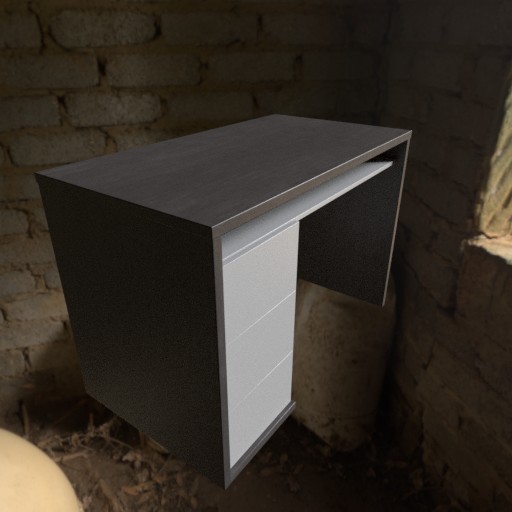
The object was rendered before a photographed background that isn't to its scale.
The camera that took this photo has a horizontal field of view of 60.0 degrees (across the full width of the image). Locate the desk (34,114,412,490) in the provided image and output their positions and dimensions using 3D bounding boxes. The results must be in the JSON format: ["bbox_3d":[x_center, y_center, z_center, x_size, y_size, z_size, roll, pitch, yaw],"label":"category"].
[{"bbox_3d":[0.000,0.000,1.539,0.600,0.750,1.100,18,32,32],"label":"desk"}]
